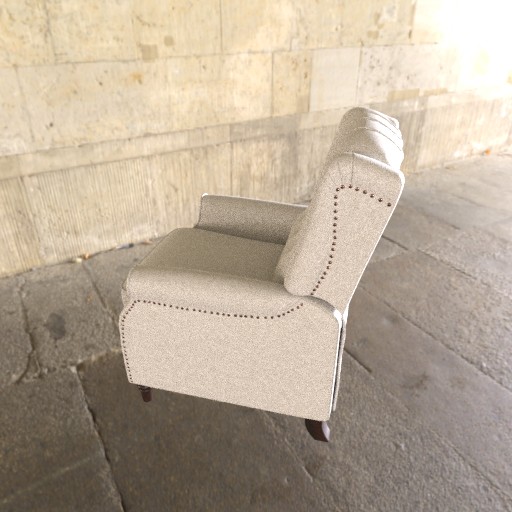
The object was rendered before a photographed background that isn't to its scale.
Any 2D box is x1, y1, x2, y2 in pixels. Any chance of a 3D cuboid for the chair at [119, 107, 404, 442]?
[{"bbox_3d":[0.000,0.000,1.634,0.902,1.035,0.742,7,30,13],"label":"chair"}]
